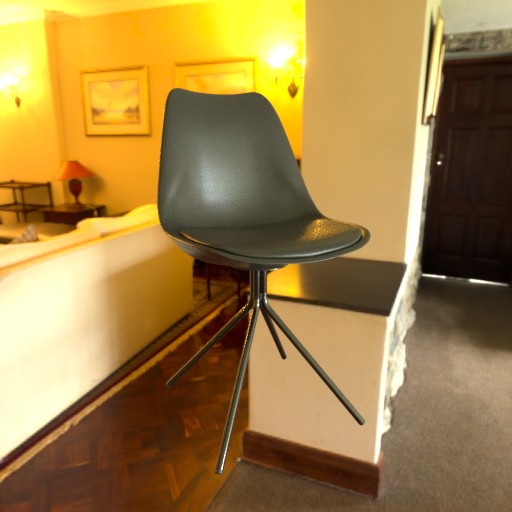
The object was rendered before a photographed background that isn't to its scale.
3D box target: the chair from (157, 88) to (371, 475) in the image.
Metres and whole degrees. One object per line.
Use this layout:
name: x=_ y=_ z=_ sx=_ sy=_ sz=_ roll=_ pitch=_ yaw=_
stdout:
chair: x=0.000 y=0.000 z=1.141 sx=0.461 sy=0.850 sz=0.525 roll=-7 pitch=16 yaw=-26
